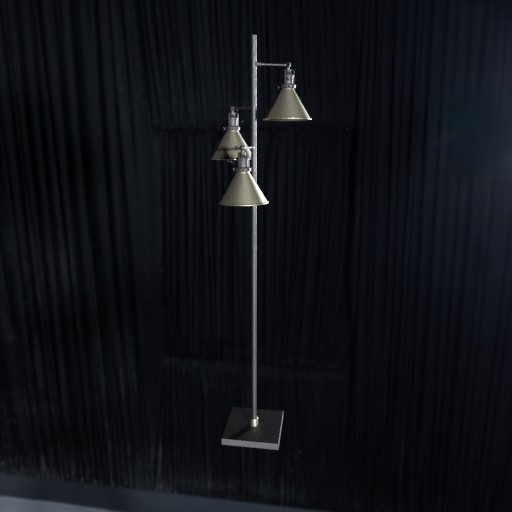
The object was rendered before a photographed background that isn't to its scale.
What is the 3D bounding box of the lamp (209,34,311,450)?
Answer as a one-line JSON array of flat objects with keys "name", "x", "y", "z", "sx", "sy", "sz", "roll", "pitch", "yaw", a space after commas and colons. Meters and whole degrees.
[{"name": "lamp", "x": 0.000, "y": 0.000, "z": 1.867, "sx": 0.428, "sy": 1.716, "sz": 0.415, "roll": 2, "pitch": 15, "yaw": 8}]
